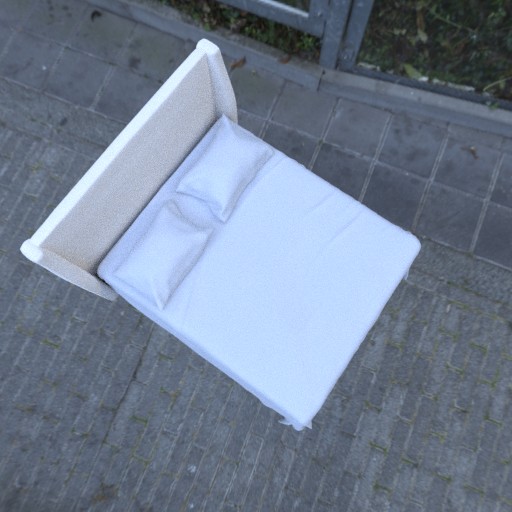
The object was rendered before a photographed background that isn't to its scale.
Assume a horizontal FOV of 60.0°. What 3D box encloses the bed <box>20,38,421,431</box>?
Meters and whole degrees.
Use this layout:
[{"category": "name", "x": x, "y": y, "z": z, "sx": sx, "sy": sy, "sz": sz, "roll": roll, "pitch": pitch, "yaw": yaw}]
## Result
[{"category": "bed", "x": 0.000, "y": 0.000, "z": 3.389, "sx": 2.276, "sy": 1.332, "sz": 1.925, "roll": 35, "pitch": 78, "yaw": 8}]
